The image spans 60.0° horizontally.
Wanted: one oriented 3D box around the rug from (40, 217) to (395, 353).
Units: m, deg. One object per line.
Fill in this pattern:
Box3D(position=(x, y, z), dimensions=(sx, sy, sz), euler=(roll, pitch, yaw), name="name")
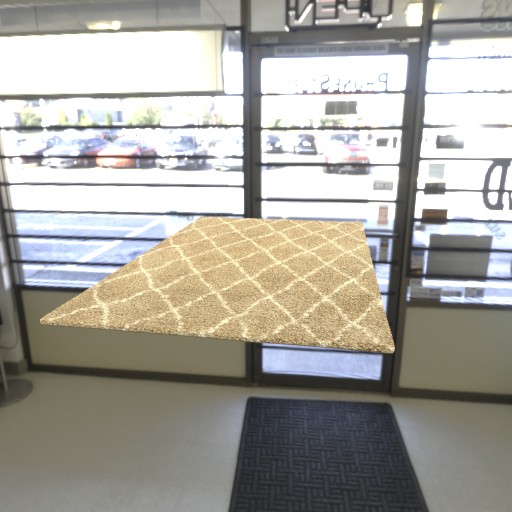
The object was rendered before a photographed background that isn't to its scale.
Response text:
Box3D(position=(0.000, 0.000, 2.984), dimensions=(1.524, 0.030, 2.438), euler=(3, 16, 10), name="rug")
